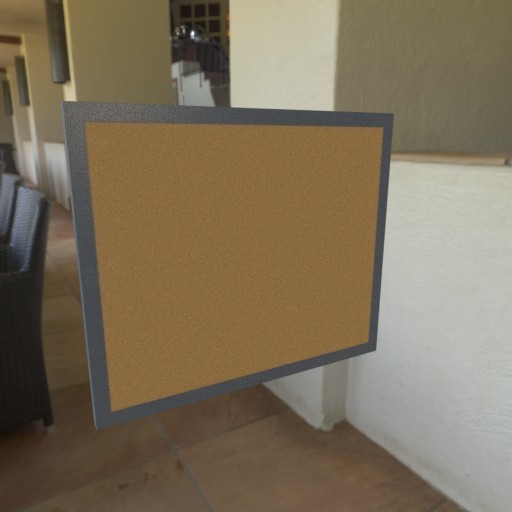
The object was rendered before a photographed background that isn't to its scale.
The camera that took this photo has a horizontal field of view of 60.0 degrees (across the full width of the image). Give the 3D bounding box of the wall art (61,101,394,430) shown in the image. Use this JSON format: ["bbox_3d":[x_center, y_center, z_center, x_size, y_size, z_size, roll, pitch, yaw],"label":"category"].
[{"bbox_3d":[0.000,0.000,0.883,0.660,0.558,0.026,-8,16,-27],"label":"wall art"}]
